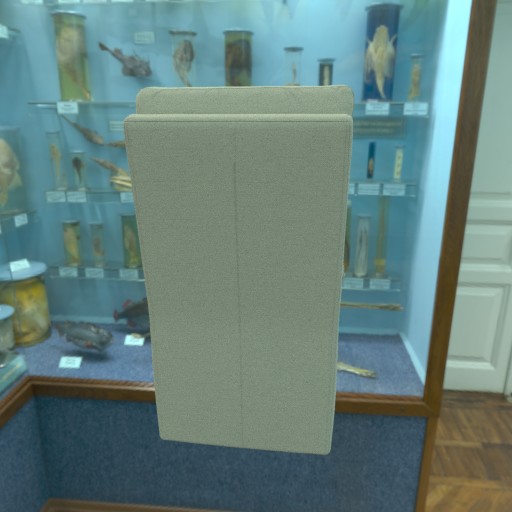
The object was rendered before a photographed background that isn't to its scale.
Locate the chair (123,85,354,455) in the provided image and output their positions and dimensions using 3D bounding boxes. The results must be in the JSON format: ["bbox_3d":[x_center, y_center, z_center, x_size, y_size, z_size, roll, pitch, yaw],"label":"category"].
[{"bbox_3d":[0.000,0.000,1.329,0.503,0.927,0.698,2,17,7],"label":"chair"}]
